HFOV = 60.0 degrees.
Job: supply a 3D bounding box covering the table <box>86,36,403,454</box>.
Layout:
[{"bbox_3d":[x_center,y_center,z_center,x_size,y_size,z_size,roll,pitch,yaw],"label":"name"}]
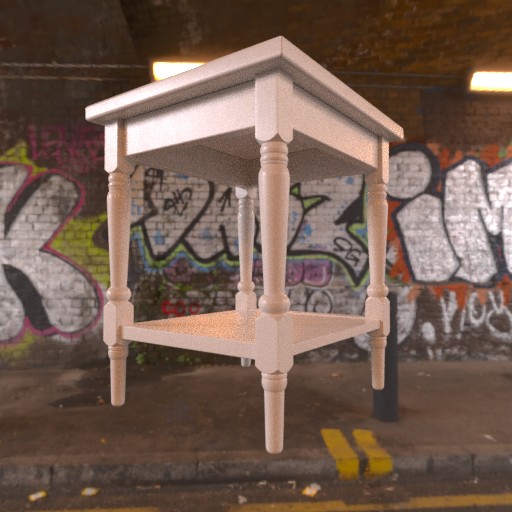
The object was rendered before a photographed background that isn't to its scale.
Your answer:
[{"bbox_3d":[0.000,0.000,0.897,0.442,0.565,0.488,-1,-2,36],"label":"table"}]
